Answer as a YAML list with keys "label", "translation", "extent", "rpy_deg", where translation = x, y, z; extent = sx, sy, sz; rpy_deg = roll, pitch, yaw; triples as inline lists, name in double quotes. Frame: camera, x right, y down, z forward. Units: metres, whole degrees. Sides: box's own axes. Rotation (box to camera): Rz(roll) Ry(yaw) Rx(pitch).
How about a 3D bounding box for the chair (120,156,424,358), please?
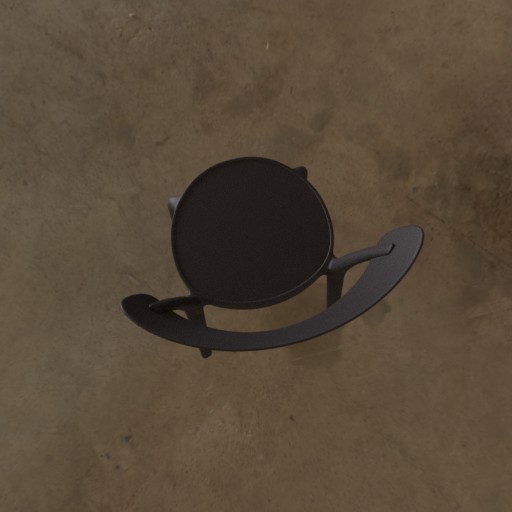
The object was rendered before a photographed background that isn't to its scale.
- label: "chair"
  translation: [0.000, 0.000, 1.110]
  extent: [0.506, 0.790, 0.491]
  rpy_deg: [-14, 76, -4]
